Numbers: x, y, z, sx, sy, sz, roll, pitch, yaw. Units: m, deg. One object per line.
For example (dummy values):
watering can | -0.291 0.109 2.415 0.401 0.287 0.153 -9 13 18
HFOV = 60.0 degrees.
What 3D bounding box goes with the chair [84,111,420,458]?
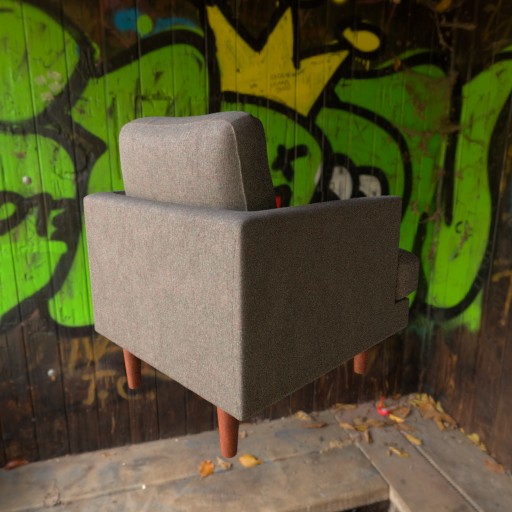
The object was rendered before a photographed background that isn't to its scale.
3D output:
chair | 0.000 0.000 1.616 0.899 0.957 0.858 -13 19 -43
